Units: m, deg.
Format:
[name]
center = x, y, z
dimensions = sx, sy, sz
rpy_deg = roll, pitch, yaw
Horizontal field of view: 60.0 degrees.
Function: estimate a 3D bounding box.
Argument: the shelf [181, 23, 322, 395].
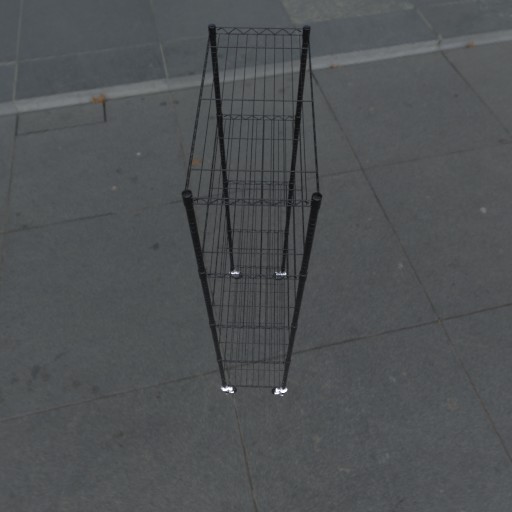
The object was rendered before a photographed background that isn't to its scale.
[shelf]
center = 0.000, 0.000, 1.942
dimensions = 0.356, 1.645, 0.762
rpy_deg = 1, 57, 1
